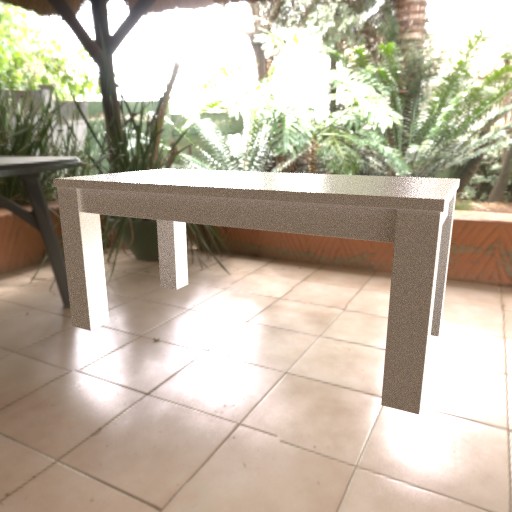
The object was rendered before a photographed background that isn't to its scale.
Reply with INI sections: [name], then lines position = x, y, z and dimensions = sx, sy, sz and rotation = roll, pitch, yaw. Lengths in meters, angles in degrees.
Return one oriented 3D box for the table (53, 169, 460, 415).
[table]
position = 0.000, 0.000, 2.289
dimensions = 1.800, 0.790, 0.900
rotation = 7, 16, 26
